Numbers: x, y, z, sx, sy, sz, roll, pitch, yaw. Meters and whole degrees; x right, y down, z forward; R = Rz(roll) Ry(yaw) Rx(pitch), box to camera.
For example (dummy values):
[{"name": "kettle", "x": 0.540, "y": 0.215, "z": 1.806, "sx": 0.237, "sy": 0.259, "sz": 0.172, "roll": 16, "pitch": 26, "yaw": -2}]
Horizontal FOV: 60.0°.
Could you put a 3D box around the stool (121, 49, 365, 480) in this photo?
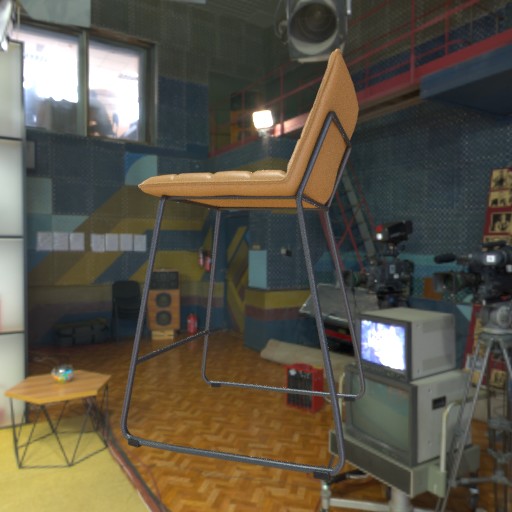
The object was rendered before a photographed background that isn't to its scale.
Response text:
[{"name": "stool", "x": 0.000, "y": 0.000, "z": 1.160, "sx": 0.524, "sy": 0.866, "sz": 0.489, "roll": 0, "pitch": 1, "yaw": 19}]
